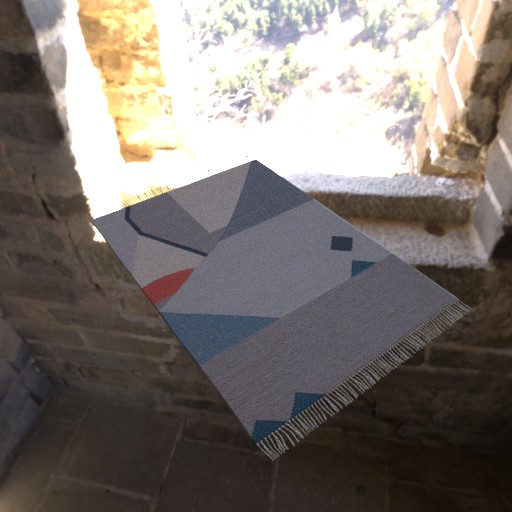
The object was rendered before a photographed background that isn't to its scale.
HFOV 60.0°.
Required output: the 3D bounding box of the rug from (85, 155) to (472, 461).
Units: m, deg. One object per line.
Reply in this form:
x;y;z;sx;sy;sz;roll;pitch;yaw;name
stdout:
0.000;0.000;2.377;1.220;0.005;1.828;-26;48;-26;rug
